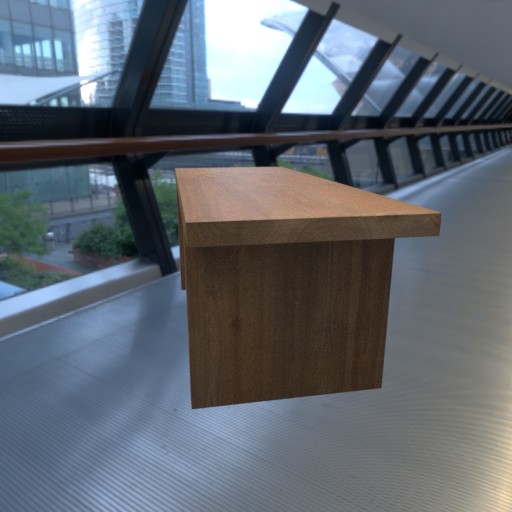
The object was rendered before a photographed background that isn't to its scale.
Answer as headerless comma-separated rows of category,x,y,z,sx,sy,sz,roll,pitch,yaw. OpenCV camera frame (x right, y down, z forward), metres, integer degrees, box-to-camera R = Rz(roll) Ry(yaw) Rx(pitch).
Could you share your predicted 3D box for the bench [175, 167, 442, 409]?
bench,0.000,0.000,1.380,0.458,0.458,1.183,-3,16,-10
